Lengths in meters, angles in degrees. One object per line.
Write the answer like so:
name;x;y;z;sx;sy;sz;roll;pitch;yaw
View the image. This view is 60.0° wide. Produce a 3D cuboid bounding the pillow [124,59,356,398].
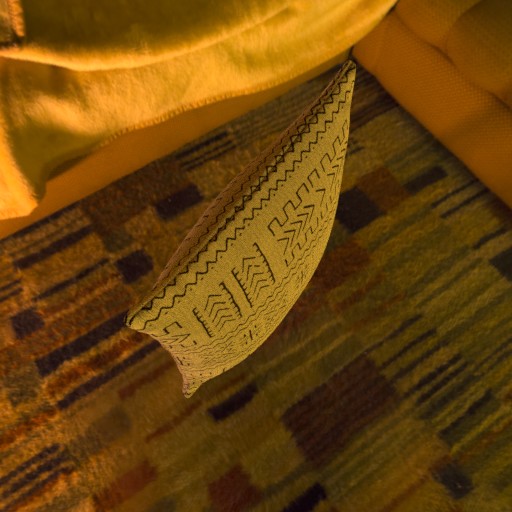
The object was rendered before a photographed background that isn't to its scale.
pillow;0.000;0.000;0.683;0.164;0.430;0.438;33;68;15
